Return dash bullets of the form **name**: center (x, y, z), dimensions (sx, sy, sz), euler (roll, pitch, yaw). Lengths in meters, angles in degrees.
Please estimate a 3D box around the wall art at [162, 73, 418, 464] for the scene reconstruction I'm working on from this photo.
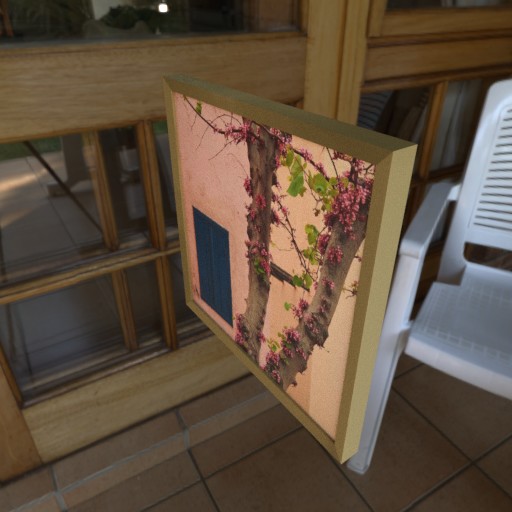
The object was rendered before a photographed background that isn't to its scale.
- **wall art**: center (0.000, 0.000, 0.751), dimensions (0.038, 0.508, 0.507), euler (-21, 37, -30)
